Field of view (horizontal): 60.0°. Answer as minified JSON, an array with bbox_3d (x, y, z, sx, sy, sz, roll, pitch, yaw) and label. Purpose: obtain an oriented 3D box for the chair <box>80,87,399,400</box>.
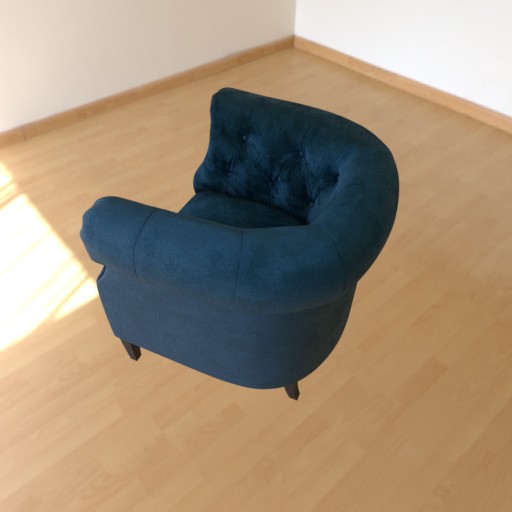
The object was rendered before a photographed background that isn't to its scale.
[{"bbox_3d":[0.000,0.000,1.593,0.851,0.826,0.904,18,49,16],"label":"chair"}]
